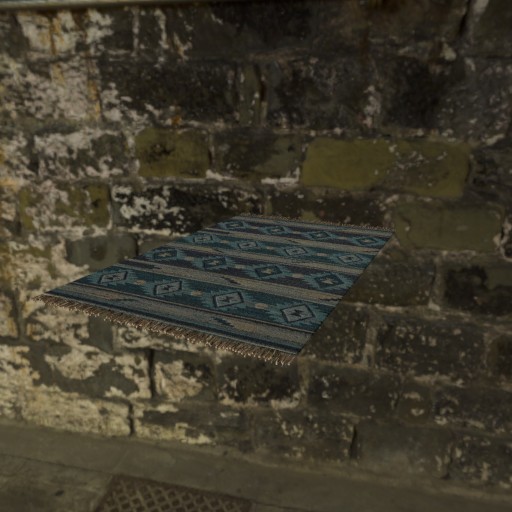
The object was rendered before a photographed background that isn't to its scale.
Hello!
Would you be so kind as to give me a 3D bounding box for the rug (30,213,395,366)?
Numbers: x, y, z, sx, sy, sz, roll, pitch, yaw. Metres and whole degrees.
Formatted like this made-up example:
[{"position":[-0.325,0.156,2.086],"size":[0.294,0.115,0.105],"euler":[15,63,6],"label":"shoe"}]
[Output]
[{"position":[0.000,0.000,2.429],"size":[1.181,0.028,1.936],"euler":[8,19,25],"label":"rug"}]
